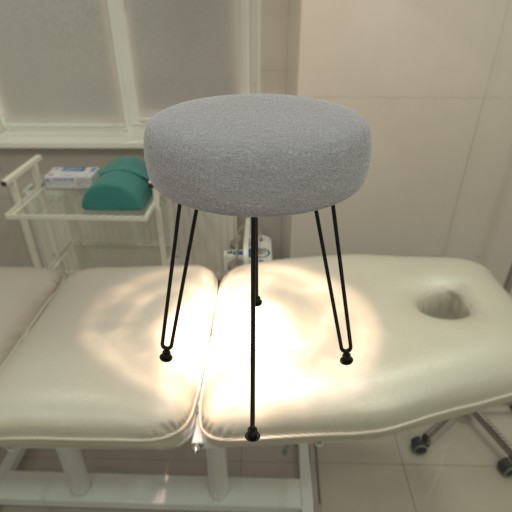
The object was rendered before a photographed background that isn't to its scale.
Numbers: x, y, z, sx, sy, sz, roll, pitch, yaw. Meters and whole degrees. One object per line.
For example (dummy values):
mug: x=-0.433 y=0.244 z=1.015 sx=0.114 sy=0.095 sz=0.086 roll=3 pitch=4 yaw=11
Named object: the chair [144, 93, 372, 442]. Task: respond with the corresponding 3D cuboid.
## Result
chair: x=0.000 y=0.000 z=0.690 sx=0.350 sy=0.440 sz=0.350 roll=1 pitch=32 yaw=1
